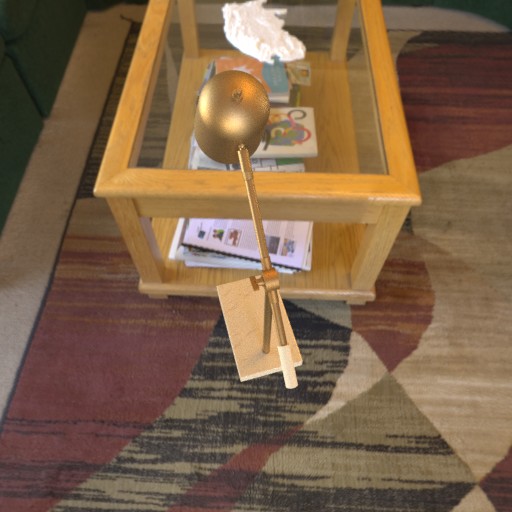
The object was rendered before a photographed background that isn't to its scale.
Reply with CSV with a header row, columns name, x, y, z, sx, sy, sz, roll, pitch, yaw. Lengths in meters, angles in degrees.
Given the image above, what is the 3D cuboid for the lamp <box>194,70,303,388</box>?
name,x,y,z,sx,sy,sz,roll,pitch,yaw
lamp,0.000,0.000,0.819,0.144,0.603,0.471,-13,59,-8
